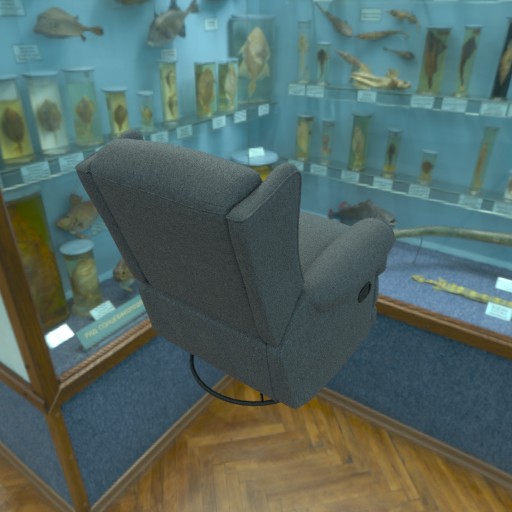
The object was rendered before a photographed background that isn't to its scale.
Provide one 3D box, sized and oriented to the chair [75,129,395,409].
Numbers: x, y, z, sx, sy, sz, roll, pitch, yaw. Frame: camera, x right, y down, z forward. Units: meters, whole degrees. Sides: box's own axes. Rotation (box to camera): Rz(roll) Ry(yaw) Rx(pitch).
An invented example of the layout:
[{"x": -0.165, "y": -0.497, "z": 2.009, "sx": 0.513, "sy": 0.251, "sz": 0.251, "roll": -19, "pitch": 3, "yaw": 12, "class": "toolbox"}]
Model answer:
[{"x": 0.000, "y": 0.000, "z": 1.713, "sx": 0.847, "sy": 1.011, "sz": 0.969, "roll": 20, "pitch": 35, "yaw": 32, "class": "chair"}]
